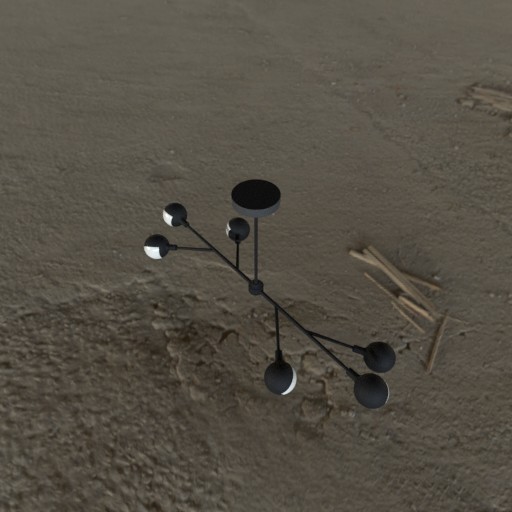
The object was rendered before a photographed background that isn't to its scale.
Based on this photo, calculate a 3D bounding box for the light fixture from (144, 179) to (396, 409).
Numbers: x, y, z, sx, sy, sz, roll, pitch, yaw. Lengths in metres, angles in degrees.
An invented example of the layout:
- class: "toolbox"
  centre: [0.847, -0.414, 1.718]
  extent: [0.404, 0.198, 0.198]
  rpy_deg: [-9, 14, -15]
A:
- class: "light fixture"
  centre: [0.000, 0.000, 1.031]
  extent: [0.434, 0.362, 0.778]
  rpy_deg: [-18, 48, -17]
